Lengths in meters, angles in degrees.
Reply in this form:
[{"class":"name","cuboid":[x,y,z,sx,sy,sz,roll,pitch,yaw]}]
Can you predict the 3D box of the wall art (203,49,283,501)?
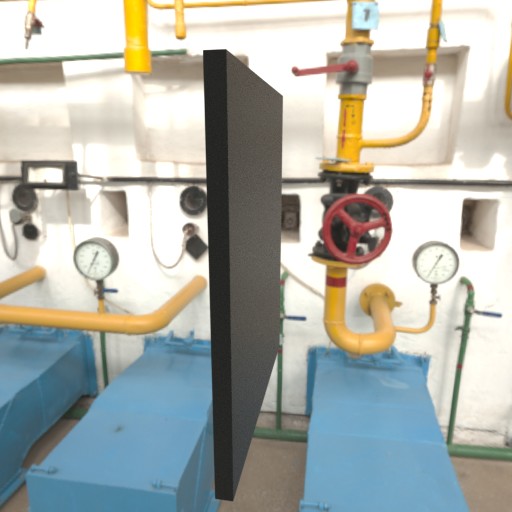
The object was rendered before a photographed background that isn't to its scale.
[{"class":"wall art","cuboid":[0.000,0.000,0.679,0.023,0.505,0.428,3,15,10]}]
